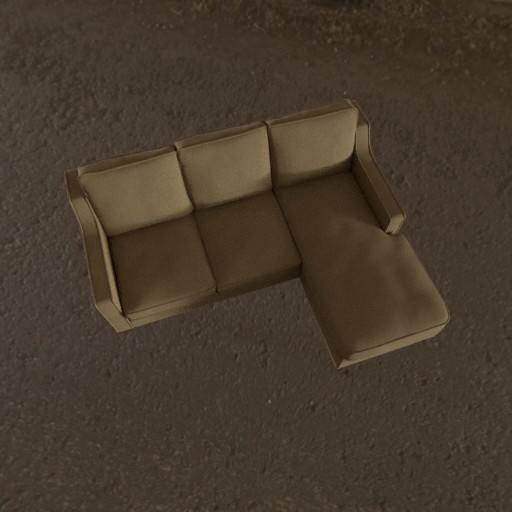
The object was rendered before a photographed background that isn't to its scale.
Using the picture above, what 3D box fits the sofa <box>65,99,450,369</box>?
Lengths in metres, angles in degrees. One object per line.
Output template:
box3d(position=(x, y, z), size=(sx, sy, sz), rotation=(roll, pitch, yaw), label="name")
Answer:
box3d(position=(0.000, 0.000, 3.272), size=(2.317, 1.066, 1.858), rotation=(-16, 64, -8), label="sofa")
